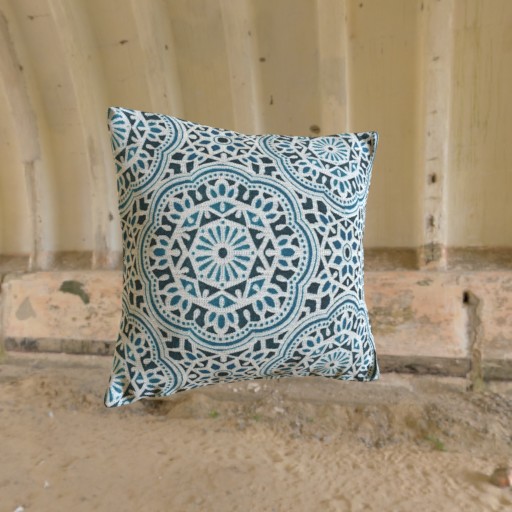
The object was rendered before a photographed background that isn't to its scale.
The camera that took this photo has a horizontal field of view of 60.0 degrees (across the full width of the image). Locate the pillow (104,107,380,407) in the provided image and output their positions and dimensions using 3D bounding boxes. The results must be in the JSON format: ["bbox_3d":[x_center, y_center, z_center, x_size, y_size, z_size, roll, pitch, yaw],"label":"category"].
[{"bbox_3d":[0.000,0.000,0.680,0.440,0.420,0.145,0,-1,-19],"label":"pillow"}]
